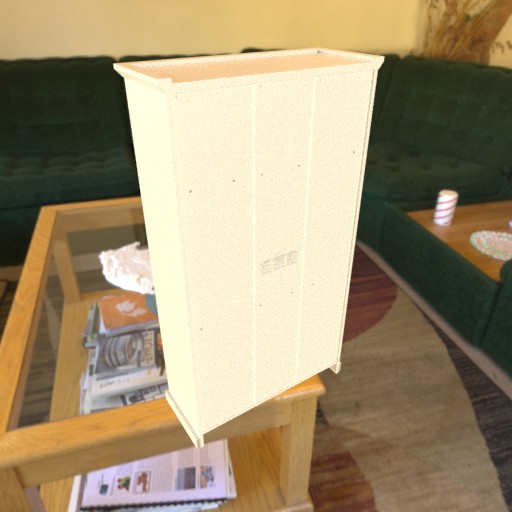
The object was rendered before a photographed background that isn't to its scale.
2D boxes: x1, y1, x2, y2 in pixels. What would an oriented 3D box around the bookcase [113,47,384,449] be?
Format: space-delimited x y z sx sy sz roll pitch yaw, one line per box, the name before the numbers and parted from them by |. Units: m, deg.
bookcase | 0.000 0.000 2.305 1.050 1.880 0.432 -19 36 -28
